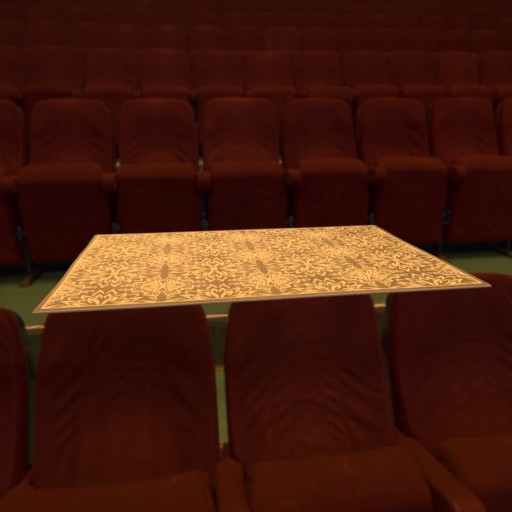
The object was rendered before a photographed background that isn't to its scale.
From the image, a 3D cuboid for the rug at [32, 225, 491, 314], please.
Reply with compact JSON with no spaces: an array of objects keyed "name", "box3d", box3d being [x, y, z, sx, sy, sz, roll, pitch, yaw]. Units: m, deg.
[{"name":"rug","box3d":[0.000,0.000,2.331,1.847,0.012,1.224,-3,16,-9]}]
